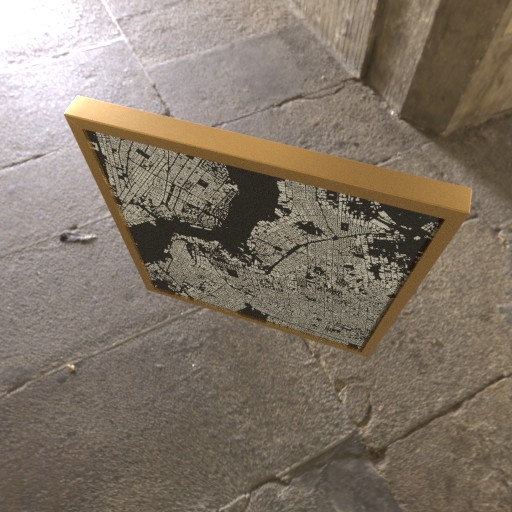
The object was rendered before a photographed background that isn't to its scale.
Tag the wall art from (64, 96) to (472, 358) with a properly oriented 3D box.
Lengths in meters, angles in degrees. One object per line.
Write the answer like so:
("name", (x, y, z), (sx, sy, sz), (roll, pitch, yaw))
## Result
("wall art", (0.000, 0.000, 0.454), (0.305, 0.305, 0.023), (16, 61, 9))
